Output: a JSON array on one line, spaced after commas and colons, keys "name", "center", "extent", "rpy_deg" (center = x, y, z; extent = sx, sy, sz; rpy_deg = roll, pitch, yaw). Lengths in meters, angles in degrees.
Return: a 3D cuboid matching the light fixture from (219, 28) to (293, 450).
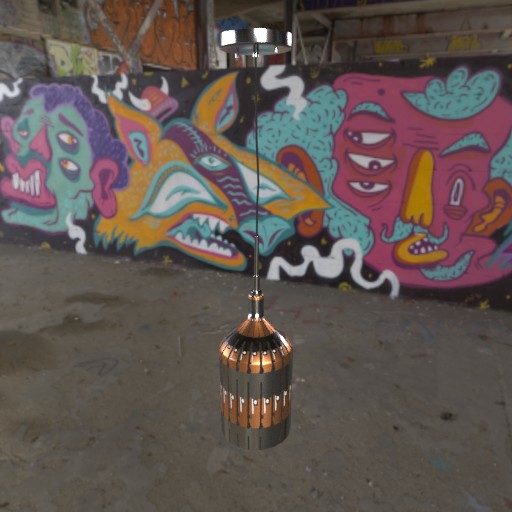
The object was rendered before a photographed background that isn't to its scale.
[{"name": "light fixture", "center": [0.000, 0.000, 1.701], "extent": [0.303, 1.535, 0.303], "rpy_deg": [0, 16, 0]}]
